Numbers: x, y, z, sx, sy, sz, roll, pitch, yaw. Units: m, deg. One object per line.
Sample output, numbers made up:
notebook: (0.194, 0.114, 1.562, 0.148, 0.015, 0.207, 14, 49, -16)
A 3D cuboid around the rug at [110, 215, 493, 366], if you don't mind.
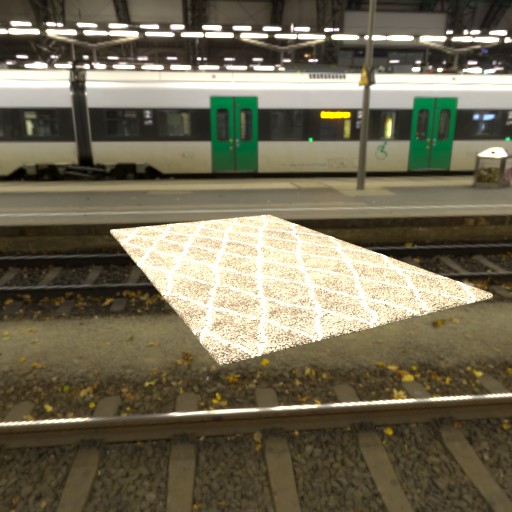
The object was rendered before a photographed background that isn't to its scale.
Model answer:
rug: (0.000, 0.000, 2.999, 1.524, 0.030, 2.438, -8, 18, -25)
